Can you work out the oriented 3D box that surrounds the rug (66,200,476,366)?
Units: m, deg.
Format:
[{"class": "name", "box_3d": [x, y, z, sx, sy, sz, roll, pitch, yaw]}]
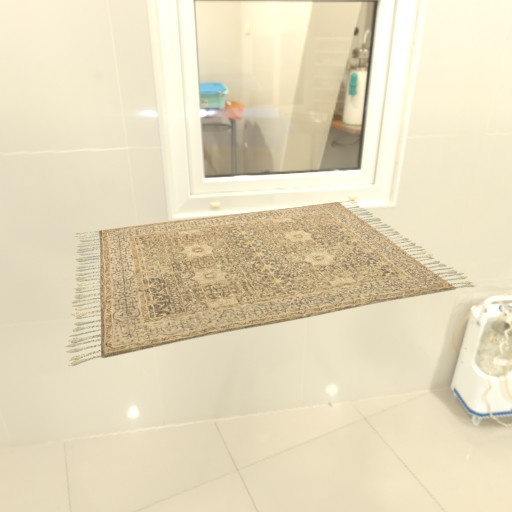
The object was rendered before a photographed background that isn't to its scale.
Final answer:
[{"class": "rug", "box_3d": [0.000, 0.000, 3.128, 2.465, 0.023, 1.619, -8, 29, -16]}]
